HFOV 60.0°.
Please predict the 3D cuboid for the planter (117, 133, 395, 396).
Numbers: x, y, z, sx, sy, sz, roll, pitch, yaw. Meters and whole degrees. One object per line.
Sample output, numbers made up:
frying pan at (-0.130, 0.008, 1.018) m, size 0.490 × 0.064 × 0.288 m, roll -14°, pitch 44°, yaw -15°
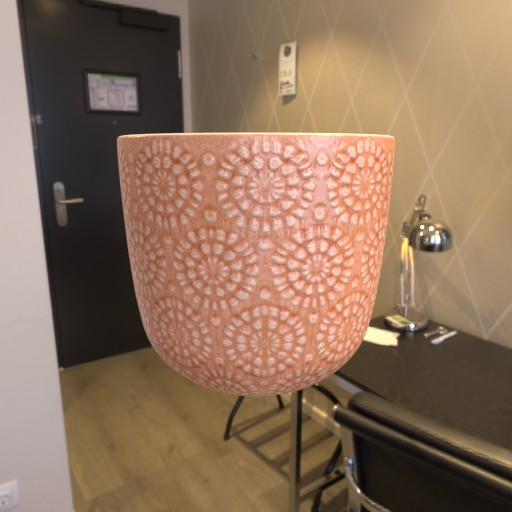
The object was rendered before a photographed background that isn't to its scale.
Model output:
planter at (0.000, 0.000, 0.367) m, size 0.208 × 0.190 × 0.208 m, roll 0°, pitch 14°, yaw 0°
